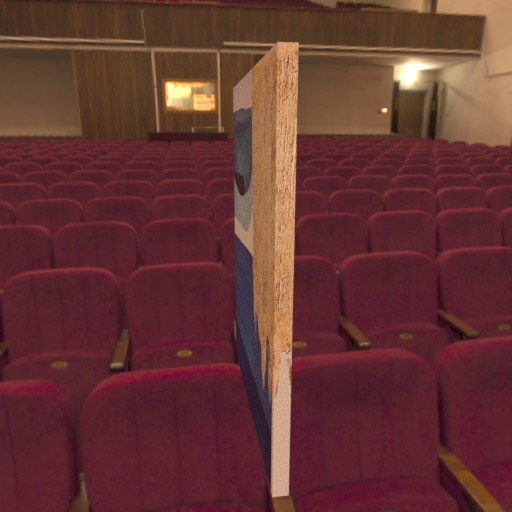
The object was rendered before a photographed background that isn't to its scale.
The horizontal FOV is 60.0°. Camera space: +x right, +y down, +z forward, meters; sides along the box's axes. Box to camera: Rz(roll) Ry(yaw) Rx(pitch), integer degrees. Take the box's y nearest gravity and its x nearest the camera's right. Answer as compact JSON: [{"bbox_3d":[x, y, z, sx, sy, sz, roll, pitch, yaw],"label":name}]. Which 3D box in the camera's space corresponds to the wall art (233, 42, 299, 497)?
[{"bbox_3d":[0.000,0.000,0.794,0.026,0.613,0.458,-2,15,-9],"label":"wall art"}]
